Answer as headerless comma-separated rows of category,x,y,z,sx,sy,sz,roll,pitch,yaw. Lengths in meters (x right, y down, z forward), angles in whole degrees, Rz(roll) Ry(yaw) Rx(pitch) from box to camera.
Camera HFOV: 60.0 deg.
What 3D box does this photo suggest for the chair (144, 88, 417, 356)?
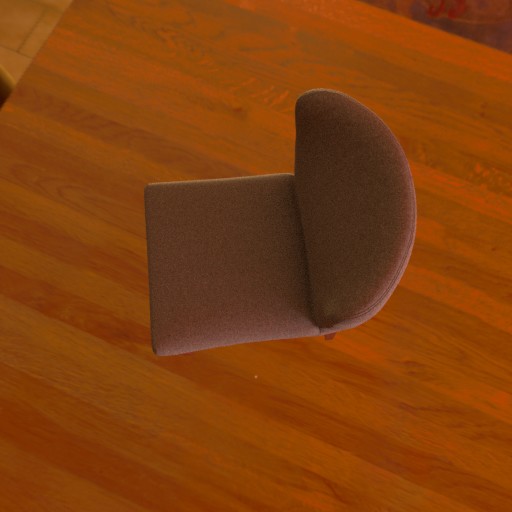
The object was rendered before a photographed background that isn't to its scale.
chair,0.000,0.000,1.208,0.592,0.839,0.491,-6,75,-2
